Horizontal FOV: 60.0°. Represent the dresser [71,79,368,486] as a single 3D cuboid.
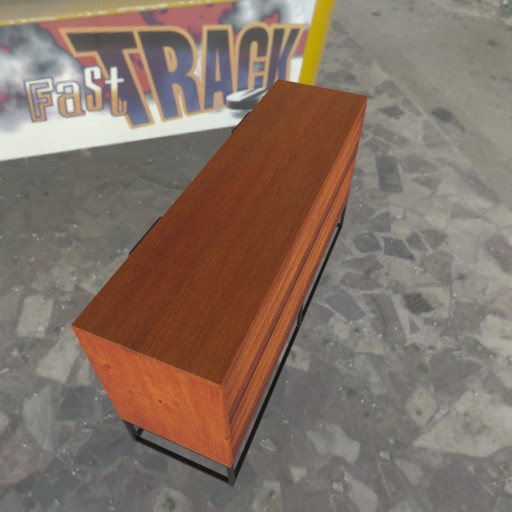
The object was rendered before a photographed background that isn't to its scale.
[{"bbox_3d":[0.000,0.000,1.893,0.464,0.810,1.536,17,49,15],"label":"dresser"}]
